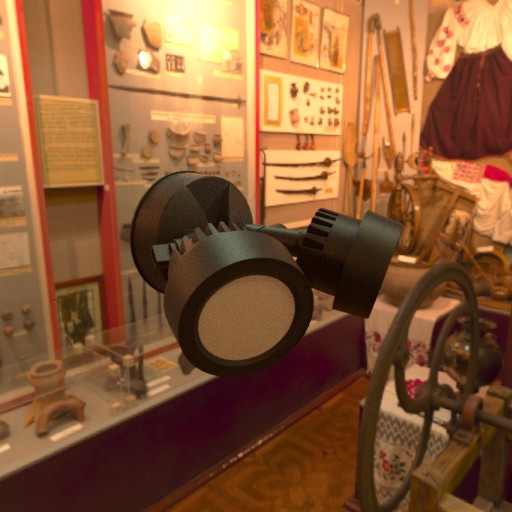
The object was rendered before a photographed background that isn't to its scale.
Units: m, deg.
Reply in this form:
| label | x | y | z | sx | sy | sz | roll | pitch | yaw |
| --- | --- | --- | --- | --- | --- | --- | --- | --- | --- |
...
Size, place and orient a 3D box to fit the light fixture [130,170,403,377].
| label | x | y | z | sx | sy | sz | roll | pitch | yaw |
| --- | --- | --- | --- | --- | --- | --- | --- | --- | --- |
| light fixture | 0.000 | 0.000 | 0.325 | 0.168 | 0.120 | 0.213 | 12 | 17 | 43 |
